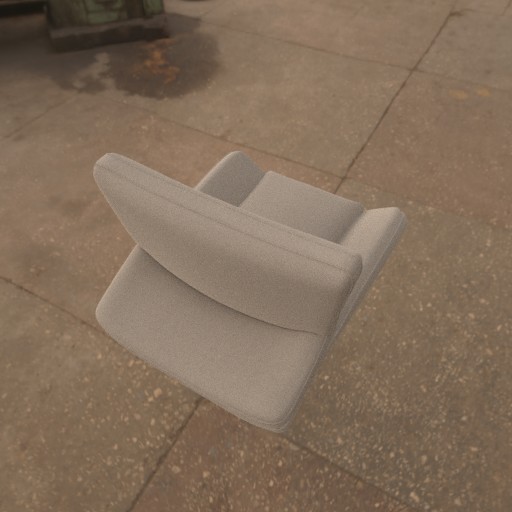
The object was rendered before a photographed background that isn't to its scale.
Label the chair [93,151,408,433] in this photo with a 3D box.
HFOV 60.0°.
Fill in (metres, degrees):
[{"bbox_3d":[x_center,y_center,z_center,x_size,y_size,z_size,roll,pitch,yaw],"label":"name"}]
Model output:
[{"bbox_3d":[0.000,0.000,1.634,0.859,0.855,1.008,24,53,20],"label":"chair"}]
